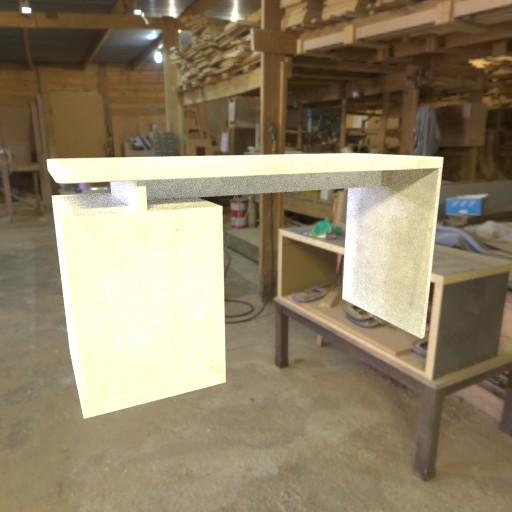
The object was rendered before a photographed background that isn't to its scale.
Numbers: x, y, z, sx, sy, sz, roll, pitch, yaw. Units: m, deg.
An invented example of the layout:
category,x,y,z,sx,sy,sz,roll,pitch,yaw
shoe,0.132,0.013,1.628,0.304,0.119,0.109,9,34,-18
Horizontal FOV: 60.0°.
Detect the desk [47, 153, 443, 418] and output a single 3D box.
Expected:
category,x,y,z,sx,sy,sz,roll,pitch,yaw
desk,0.000,0.000,1.745,1.400,0.755,0.550,-7,17,-26
